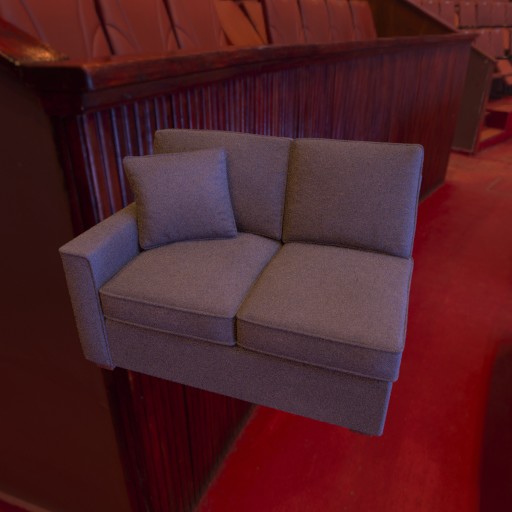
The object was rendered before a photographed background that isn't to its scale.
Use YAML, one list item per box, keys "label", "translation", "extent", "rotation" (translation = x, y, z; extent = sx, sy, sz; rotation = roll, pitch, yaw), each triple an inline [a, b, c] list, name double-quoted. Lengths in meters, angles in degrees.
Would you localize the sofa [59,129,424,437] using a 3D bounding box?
- label: "sofa"
  translation: [0.000, 0.000, 2.061]
  extent: [1.388, 0.989, 0.991]
  rotation: [9, 29, 17]
